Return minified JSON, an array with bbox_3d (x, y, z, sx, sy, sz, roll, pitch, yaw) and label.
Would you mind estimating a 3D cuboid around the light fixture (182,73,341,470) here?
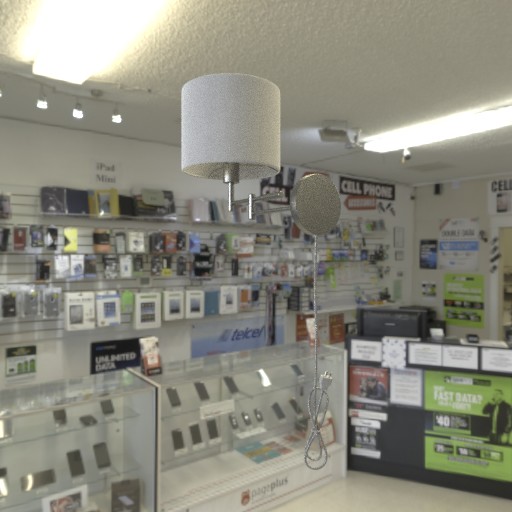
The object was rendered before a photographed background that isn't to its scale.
[{"bbox_3d":[0.000,0.000,1.053,0.253,0.842,0.479,0,0,-35],"label":"light fixture"}]
